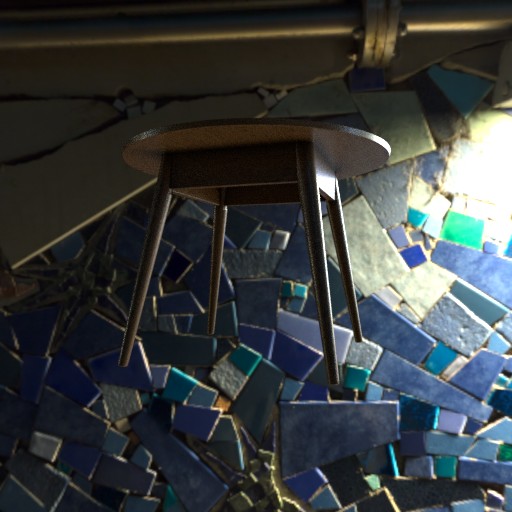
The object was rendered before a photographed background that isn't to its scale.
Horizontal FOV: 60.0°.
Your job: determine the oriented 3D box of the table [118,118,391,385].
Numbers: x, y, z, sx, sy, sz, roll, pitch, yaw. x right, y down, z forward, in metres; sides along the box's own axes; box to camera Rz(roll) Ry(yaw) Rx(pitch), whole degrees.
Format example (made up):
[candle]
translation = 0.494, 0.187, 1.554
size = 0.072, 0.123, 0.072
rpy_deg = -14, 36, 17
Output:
[table]
translation = 0.000, 0.000, 1.804
size = 1.053, 0.786, 1.053
rpy_deg = 0, -1, 0
